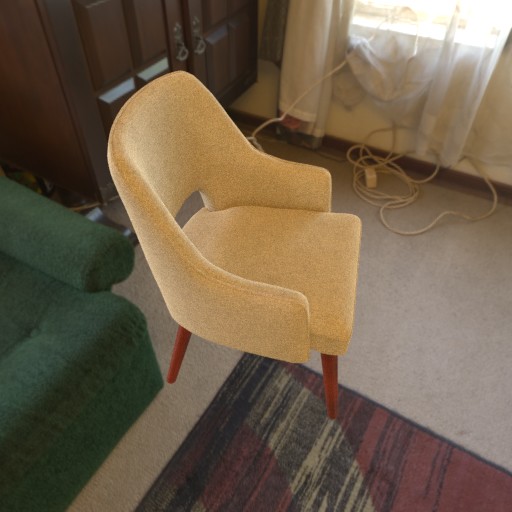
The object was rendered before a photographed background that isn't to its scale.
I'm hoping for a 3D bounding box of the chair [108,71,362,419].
[{"bbox_3d":[0.000,0.000,1.237,0.605,0.849,0.548,9,47,9],"label":"chair"}]
